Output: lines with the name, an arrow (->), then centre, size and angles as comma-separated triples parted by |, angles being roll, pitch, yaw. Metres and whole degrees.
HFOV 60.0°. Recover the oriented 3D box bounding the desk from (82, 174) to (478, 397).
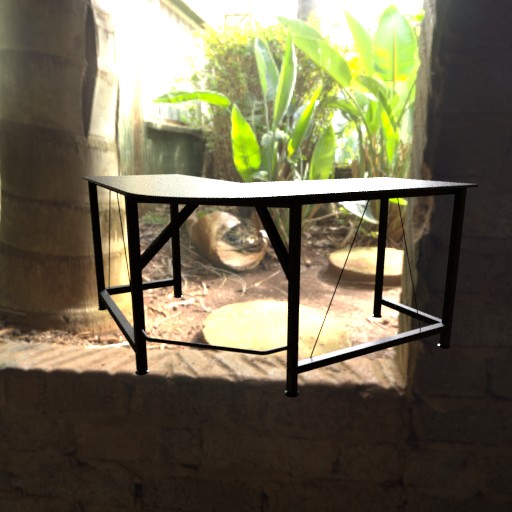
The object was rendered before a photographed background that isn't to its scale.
desk -> 0.000, 0.000, 2.251 | 1.400, 0.762, 1.400 | -7, 15, -28
